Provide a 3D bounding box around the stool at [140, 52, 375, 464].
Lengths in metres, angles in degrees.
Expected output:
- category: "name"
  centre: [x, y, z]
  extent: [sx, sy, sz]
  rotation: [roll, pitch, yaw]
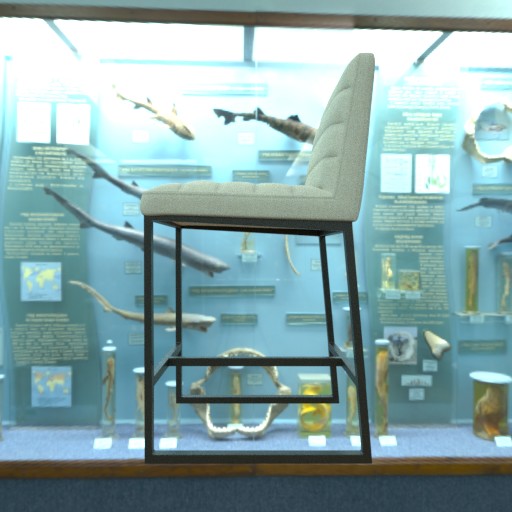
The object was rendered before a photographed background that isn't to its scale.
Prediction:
- category: "stool"
  centre: [0.000, 0.000, 1.251]
  extent: [0.567, 0.971, 0.459]
  rotation: [0, 1, 0]
